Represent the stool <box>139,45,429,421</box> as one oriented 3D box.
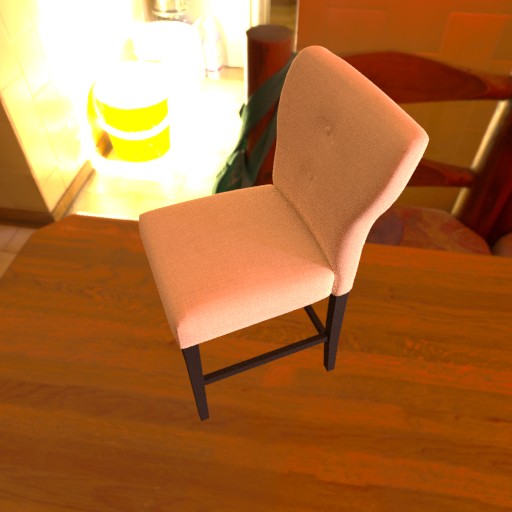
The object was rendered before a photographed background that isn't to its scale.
[{"bbox_3d":[0.000,0.000,1.318,0.603,0.972,0.514,-16,49,-15],"label":"stool"}]
